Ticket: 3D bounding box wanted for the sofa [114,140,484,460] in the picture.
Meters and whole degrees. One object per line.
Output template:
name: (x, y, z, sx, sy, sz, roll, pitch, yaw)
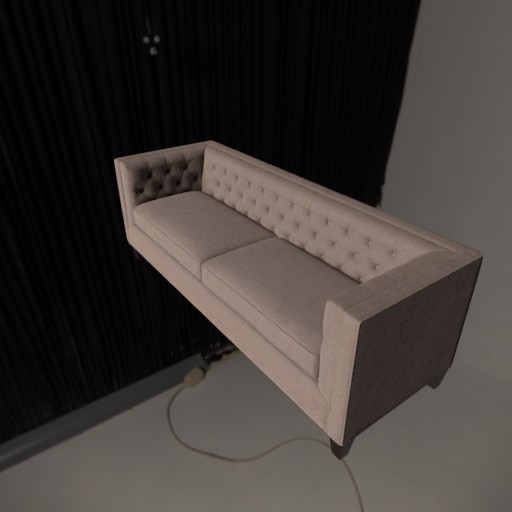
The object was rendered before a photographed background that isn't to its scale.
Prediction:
sofa: (0.000, 0.000, 2.572, 0.775, 0.762, 2.159, -20, 35, -31)
